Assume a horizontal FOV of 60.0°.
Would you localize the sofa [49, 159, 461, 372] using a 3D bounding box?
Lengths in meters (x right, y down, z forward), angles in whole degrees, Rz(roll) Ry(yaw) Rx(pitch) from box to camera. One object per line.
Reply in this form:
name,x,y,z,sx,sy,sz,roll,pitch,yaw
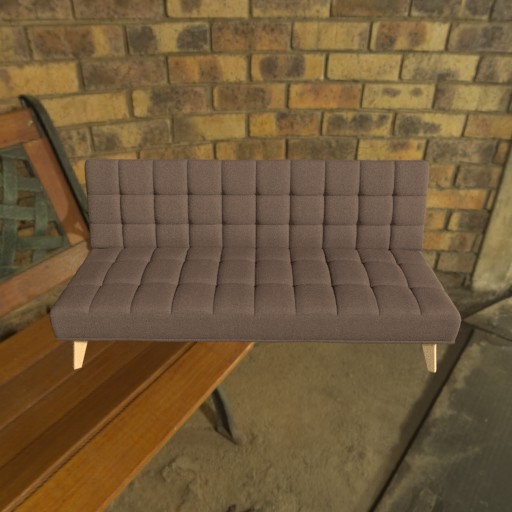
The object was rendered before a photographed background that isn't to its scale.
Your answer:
sofa,0.000,0.000,2.237,1.800,0.810,0.860,0,30,1
